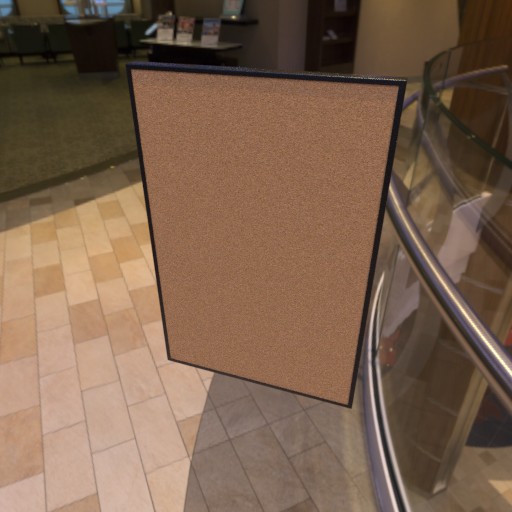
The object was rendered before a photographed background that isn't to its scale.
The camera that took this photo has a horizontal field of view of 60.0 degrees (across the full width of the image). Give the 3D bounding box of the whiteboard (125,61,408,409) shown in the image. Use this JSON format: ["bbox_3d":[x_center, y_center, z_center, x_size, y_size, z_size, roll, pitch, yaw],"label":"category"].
[{"bbox_3d":[0.000,0.000,0.777,0.406,0.611,0.026,10,33,16],"label":"whiteboard"}]
